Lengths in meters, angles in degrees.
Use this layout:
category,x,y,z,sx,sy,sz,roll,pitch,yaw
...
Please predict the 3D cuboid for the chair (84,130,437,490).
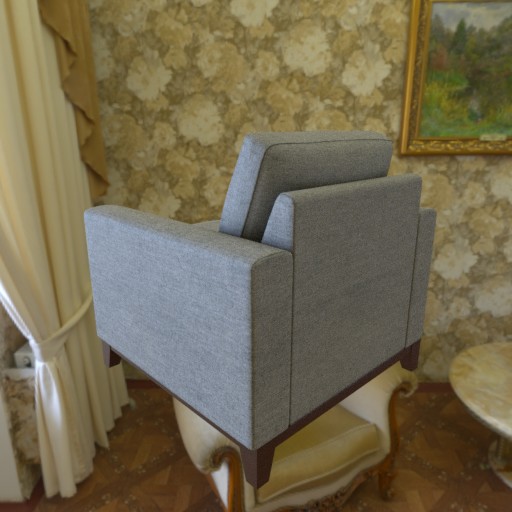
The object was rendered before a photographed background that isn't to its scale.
category,x,y,z,sx,sy,sz,roll,pitch,yaw
chair,0.000,0.000,1.840,1.024,1.010,1.038,-15,23,-41
